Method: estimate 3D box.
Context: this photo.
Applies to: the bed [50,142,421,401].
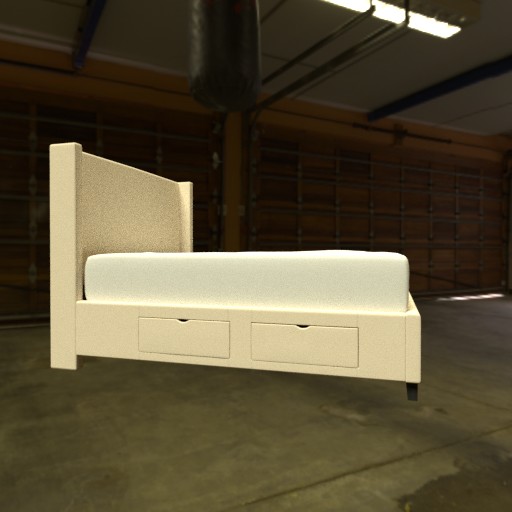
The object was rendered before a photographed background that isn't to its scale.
[{"bbox_3d":[0.000,0.000,3.403,2.280,1.471,1.765,0,1,17],"label":"bed"}]
